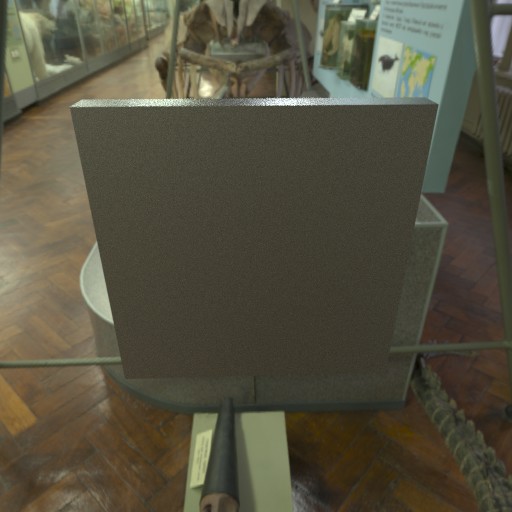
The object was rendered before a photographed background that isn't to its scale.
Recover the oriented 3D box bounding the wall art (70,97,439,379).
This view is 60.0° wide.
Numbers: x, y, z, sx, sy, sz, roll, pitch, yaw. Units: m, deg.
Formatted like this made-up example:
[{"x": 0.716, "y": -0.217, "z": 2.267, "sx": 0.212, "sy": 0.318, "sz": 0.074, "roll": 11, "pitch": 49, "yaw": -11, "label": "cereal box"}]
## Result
[{"x": 0.000, "y": 0.000, "z": 0.523, "sx": 0.350, "sy": 0.350, "sz": 0.038, "roll": -1, "pitch": 30, "yaw": -2, "label": "wall art"}]
